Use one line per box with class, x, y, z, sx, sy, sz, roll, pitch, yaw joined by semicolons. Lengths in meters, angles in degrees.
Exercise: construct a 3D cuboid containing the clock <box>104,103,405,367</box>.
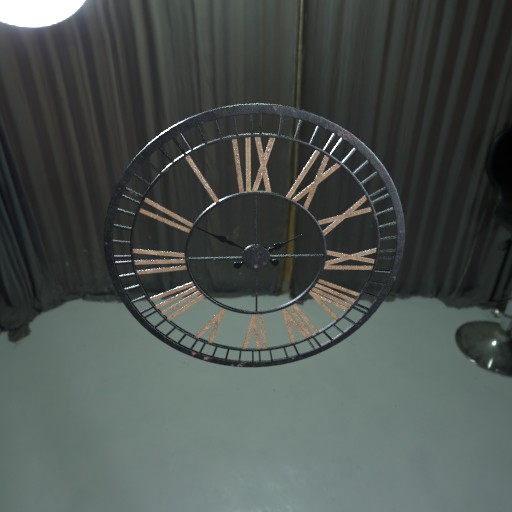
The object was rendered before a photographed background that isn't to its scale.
clock;0.000;0.000;1.268;0.843;0.843;0.025;-1;30;-2
